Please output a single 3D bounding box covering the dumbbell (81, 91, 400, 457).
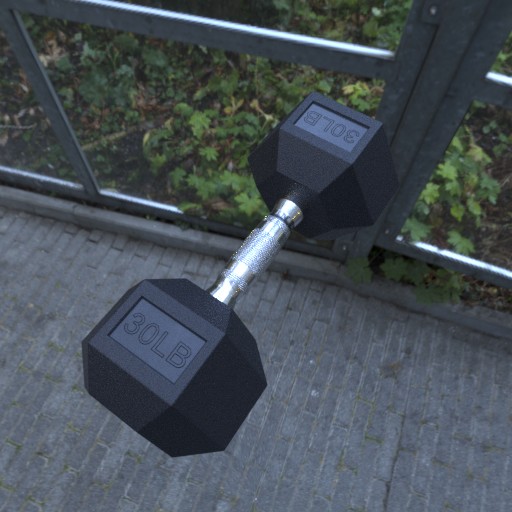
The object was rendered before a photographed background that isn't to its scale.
[{"bbox_3d":[0.000,0.000,0.393,0.142,0.123,0.337,31,66,16],"label":"dumbbell"}]
